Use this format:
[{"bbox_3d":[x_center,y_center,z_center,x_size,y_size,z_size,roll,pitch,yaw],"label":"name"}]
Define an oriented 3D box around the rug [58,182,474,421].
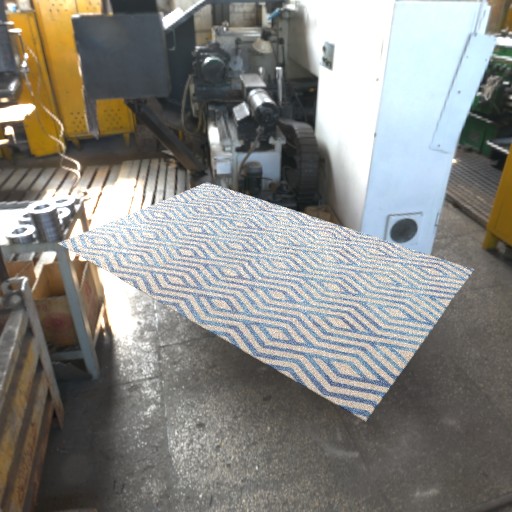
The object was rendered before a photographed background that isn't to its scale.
[{"bbox_3d":[0.000,0.000,3.046,2.439,0.008,1.531,23,38,33],"label":"rug"}]
